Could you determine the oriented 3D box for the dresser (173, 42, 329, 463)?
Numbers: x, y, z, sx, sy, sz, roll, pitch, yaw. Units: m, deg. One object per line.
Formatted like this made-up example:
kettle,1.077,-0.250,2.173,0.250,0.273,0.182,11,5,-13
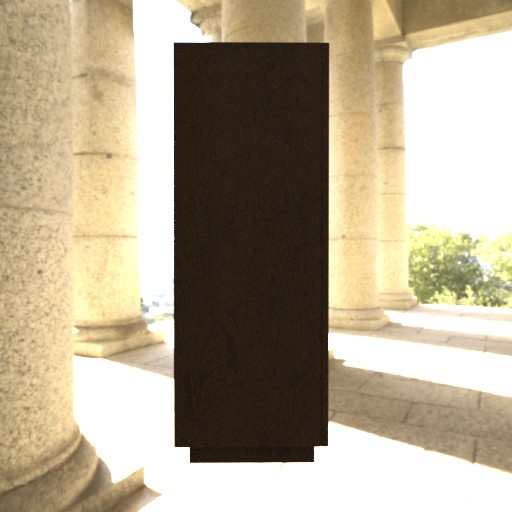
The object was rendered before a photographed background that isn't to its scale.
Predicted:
dresser,0.000,0.000,1.845,0.516,1.320,0.964,0,1,-1
